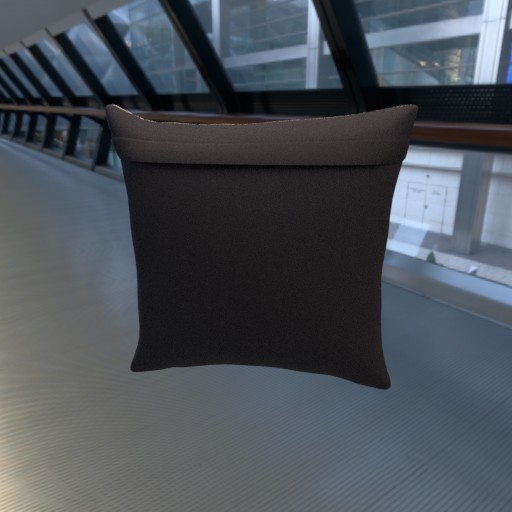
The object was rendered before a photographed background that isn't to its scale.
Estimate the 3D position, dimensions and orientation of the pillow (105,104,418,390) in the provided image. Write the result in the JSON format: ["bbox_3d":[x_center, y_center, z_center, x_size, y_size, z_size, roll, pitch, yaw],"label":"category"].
[{"bbox_3d":[0.000,0.000,0.626,0.405,0.406,0.173,2,18,7],"label":"pillow"}]
